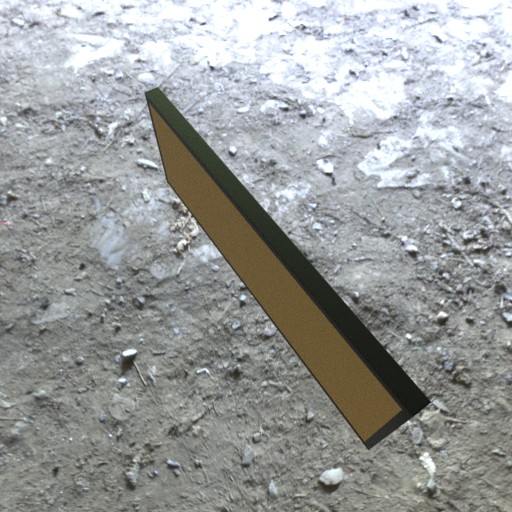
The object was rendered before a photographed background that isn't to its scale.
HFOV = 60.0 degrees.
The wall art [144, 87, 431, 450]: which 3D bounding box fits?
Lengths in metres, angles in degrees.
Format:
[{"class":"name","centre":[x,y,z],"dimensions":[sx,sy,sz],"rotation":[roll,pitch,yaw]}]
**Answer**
[{"class":"wall art","centre":[0.000,0.000,0.958],"dimensions":[0.037,0.303,0.860],"rotation":[-30,63,-17]}]
